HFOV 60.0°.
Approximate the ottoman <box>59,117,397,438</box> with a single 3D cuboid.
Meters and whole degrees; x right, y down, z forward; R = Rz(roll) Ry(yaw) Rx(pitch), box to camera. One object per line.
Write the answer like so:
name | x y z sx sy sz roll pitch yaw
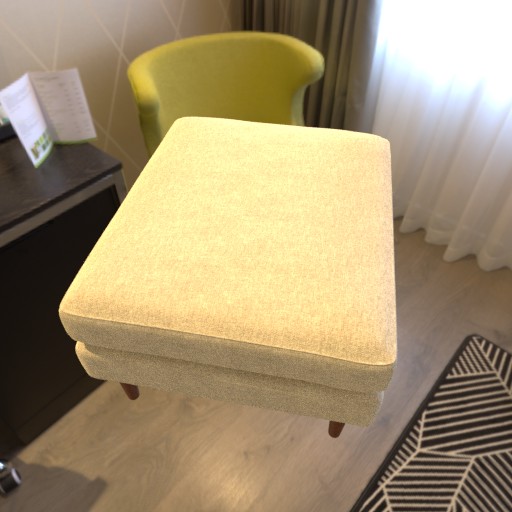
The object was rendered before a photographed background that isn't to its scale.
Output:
ottoman | 0.000 0.000 1.253 0.693 0.474 0.821 8 46 8
